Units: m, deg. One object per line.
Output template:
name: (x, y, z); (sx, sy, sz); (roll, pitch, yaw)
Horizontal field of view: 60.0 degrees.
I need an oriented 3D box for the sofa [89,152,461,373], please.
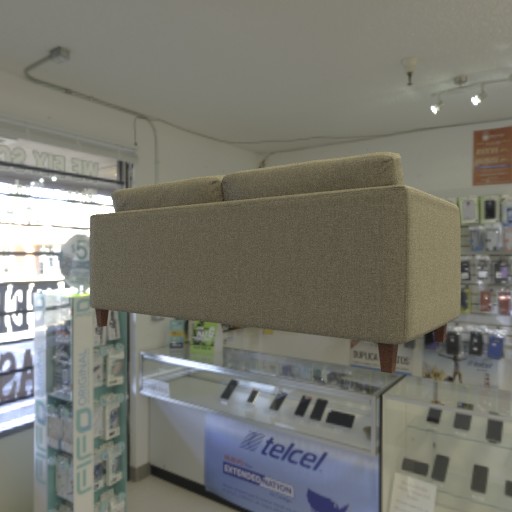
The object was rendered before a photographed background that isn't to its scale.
sofa: (0.000, 0.000, 2.766); (2.208, 0.960, 0.956); (0, 0, 37)
